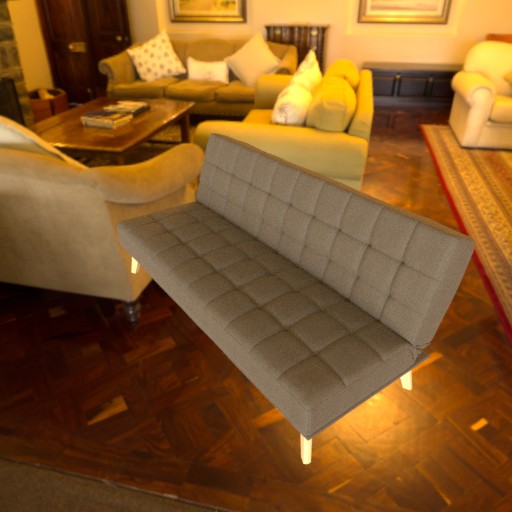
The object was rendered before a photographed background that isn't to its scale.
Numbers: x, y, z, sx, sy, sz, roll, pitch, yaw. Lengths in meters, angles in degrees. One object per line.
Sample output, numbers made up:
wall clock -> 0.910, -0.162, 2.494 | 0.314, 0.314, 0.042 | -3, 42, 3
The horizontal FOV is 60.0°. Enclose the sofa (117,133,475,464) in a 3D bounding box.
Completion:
sofa -> 0.000, 0.000, 2.322 | 0.860, 0.810, 1.800 | -21, 37, -30
